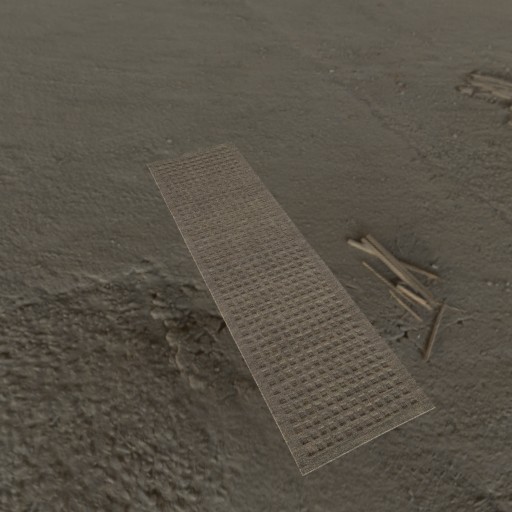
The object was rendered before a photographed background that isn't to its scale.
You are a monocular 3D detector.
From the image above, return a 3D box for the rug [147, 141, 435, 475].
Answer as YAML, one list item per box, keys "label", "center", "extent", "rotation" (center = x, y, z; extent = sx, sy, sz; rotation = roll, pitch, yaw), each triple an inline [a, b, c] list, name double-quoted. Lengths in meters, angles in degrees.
- label: "rug"
  center: [0.000, 0.000, 2.712]
  extent: [0.706, 0.009, 2.443]
  rotation: [-19, 50, -17]
